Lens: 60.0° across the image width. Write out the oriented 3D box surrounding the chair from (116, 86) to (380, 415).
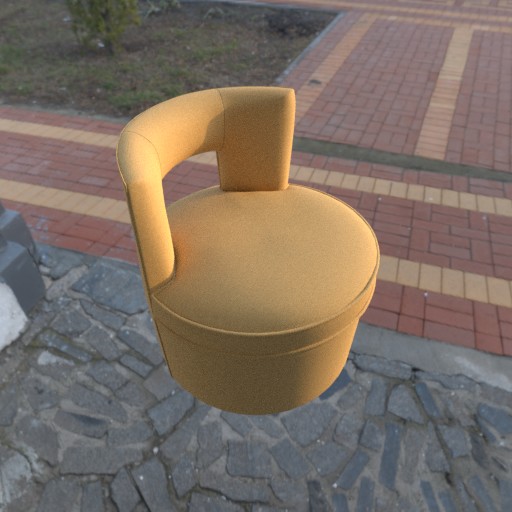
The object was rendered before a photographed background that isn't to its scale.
[{"bbox_3d":[0.000,0.000,1.236,0.665,0.723,0.650,26,48,26],"label":"chair"}]
